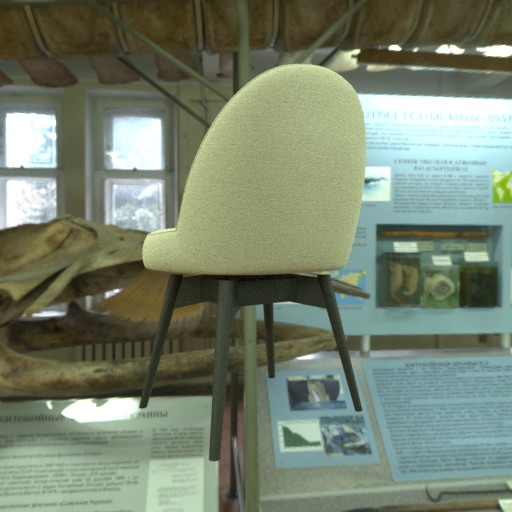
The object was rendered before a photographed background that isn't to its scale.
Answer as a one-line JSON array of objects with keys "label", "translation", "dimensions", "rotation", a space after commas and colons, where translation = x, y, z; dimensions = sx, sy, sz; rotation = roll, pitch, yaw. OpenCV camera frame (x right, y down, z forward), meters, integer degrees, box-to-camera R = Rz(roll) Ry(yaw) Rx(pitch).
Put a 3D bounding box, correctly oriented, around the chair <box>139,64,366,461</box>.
[{"label": "chair", "translation": [0.000, 0.000, 1.183], "dimensions": [0.532, 0.838, 0.540], "rotation": [-1, 2, -37]}]
